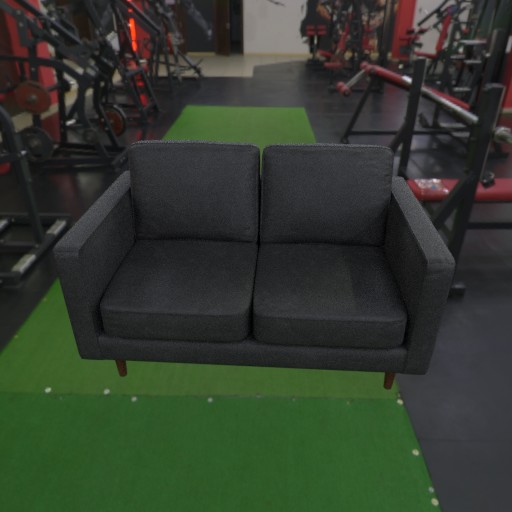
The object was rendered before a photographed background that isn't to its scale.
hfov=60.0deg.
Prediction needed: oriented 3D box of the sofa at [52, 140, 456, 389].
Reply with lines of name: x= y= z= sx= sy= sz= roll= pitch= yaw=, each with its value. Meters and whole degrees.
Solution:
sofa: x=0.000 y=0.000 z=2.011 sx=1.430 sy=0.899 sz=0.879 roll=2 pitch=30 yaw=3
